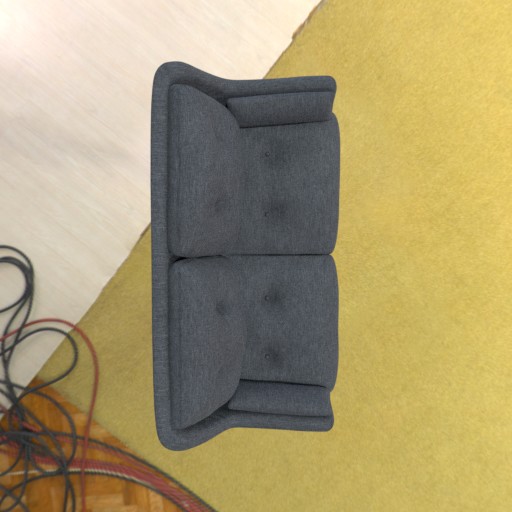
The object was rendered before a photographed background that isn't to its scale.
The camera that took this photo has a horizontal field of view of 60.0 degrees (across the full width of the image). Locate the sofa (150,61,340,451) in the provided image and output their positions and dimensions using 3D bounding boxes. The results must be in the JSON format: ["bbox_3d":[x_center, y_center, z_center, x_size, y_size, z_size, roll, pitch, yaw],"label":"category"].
[{"bbox_3d":[0.000,0.000,2.490,0.975,0.896,1.929,0,93,1],"label":"sofa"}]
